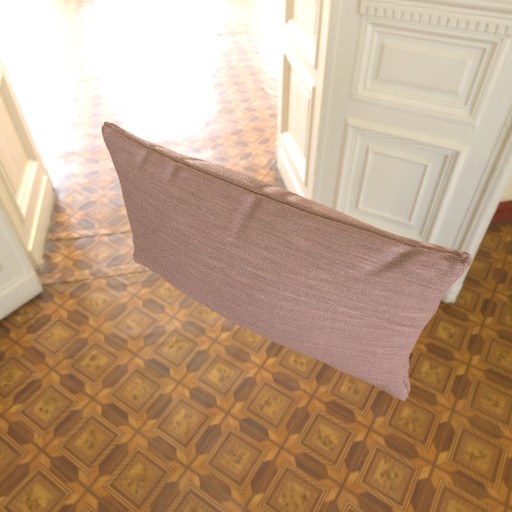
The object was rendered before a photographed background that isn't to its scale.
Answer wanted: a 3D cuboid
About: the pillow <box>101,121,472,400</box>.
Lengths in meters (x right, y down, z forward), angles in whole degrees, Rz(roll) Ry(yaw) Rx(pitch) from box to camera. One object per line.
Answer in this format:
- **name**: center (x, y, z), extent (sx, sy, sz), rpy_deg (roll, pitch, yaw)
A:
- **pillow**: center (0.000, 0.000, 0.775), extent (0.633, 0.338, 0.210), rpy_deg (24, 49, 23)
